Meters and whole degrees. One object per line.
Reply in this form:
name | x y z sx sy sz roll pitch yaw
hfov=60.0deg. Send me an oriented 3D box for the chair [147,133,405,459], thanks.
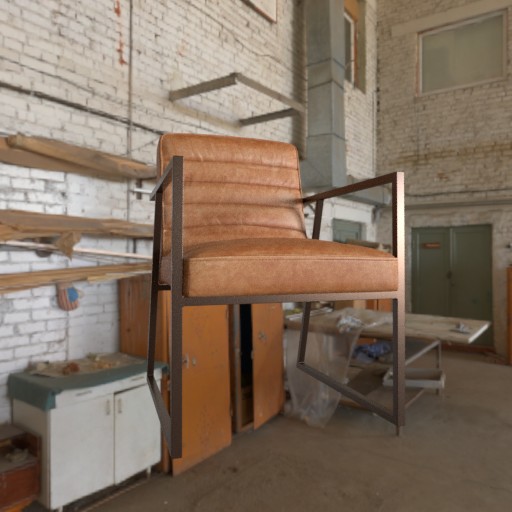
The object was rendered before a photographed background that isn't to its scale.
chair | 0.000 0.000 1.286 0.571 0.832 0.677 0 0 -18
